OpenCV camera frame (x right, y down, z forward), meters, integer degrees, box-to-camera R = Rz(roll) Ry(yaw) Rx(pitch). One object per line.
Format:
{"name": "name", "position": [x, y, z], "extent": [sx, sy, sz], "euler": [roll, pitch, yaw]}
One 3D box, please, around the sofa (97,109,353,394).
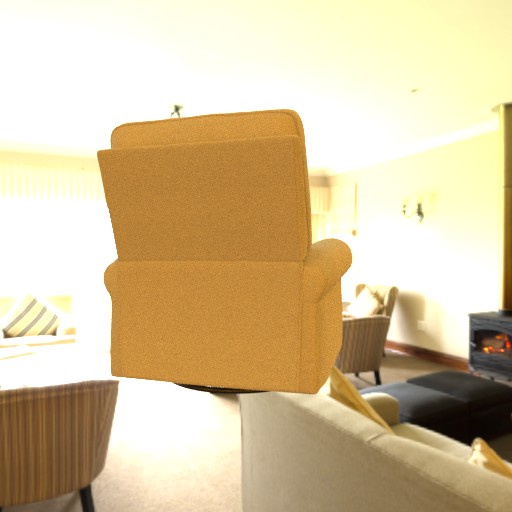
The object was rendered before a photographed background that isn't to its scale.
{"name": "sofa", "position": [0.000, 0.000, 2.073], "extent": [0.880, 0.959, 1.478], "euler": [0, 0, 16]}
